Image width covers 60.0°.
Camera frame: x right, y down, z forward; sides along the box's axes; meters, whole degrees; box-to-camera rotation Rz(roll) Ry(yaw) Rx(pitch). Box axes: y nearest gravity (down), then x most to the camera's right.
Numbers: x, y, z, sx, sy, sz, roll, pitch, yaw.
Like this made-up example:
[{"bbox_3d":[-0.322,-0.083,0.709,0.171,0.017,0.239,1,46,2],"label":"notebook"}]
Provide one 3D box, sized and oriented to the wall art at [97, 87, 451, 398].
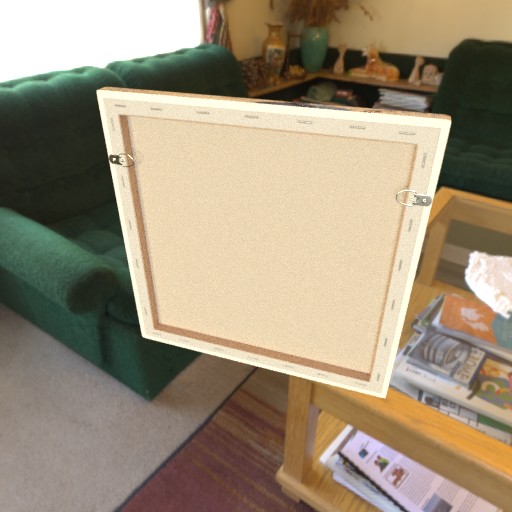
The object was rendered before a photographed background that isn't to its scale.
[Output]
[{"bbox_3d":[0.000,0.000,1.346,0.912,0.914,0.039,10,34,16],"label":"wall art"}]
